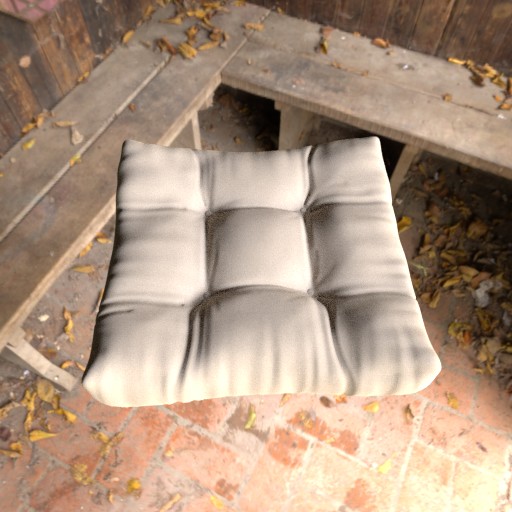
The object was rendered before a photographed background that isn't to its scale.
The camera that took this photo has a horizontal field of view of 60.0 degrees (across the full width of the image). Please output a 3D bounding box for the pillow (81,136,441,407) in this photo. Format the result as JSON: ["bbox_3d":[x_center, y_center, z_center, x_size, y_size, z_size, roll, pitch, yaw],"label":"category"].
[{"bbox_3d":[0.000,0.000,0.737,0.490,0.128,0.468,-2,59,-1],"label":"pillow"}]
